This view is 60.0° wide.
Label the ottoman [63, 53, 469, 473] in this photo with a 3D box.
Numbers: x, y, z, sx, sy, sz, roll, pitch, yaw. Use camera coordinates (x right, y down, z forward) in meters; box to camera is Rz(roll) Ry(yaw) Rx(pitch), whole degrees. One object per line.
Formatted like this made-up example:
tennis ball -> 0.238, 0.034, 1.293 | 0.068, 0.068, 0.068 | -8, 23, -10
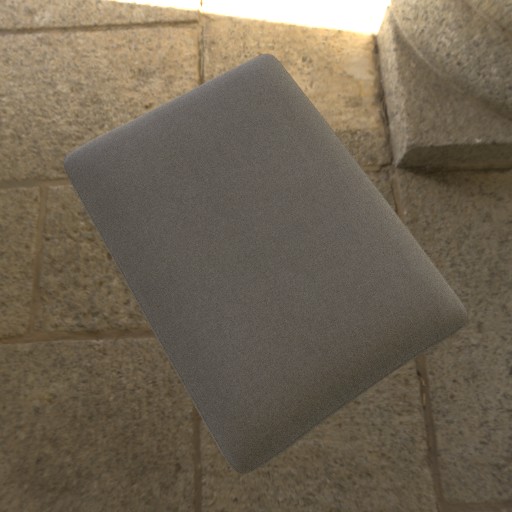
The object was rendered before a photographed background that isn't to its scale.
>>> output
ottoman -> 0.000, 0.000, 1.041 | 0.549, 0.428, 0.749 | -31, 76, -8
